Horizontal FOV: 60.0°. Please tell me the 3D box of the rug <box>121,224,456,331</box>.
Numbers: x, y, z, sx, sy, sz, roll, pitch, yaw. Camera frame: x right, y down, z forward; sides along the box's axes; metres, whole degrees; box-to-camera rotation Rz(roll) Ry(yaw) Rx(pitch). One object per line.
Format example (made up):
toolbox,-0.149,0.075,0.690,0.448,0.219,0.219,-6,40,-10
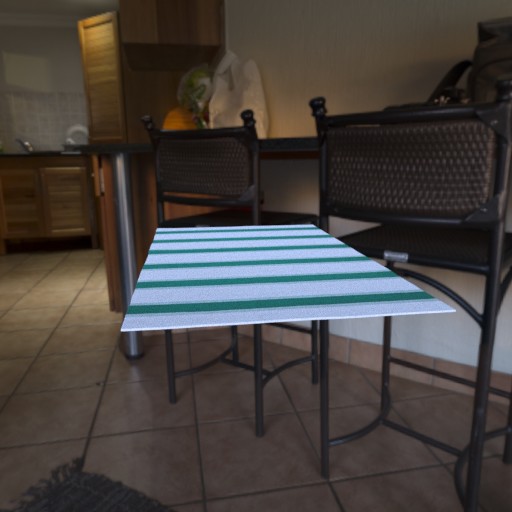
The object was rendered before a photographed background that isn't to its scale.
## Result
rug,0.000,0.000,3.123,1.521,0.015,2.436,-2,14,-8
